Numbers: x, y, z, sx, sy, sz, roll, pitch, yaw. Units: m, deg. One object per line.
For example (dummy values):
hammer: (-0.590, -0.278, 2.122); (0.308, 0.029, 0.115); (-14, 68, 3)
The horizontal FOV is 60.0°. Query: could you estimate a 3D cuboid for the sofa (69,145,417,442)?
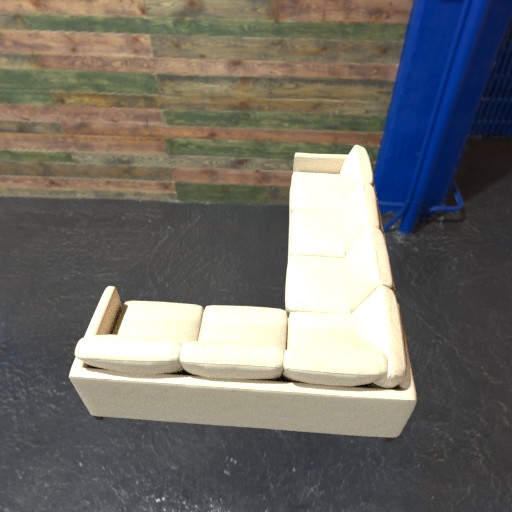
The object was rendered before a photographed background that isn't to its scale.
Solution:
sofa: (0.000, 0.000, 4.530); (2.593, 0.947, 3.302); (3, 44, 3)
